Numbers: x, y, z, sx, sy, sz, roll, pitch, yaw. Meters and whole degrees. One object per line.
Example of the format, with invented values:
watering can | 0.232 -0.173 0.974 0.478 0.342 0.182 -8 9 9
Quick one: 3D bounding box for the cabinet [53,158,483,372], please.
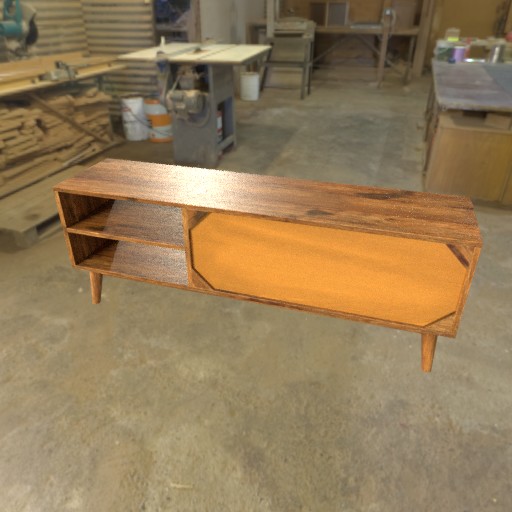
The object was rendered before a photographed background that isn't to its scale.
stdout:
cabinet | 0.000 0.000 1.711 1.448 0.528 0.349 9 31 15
